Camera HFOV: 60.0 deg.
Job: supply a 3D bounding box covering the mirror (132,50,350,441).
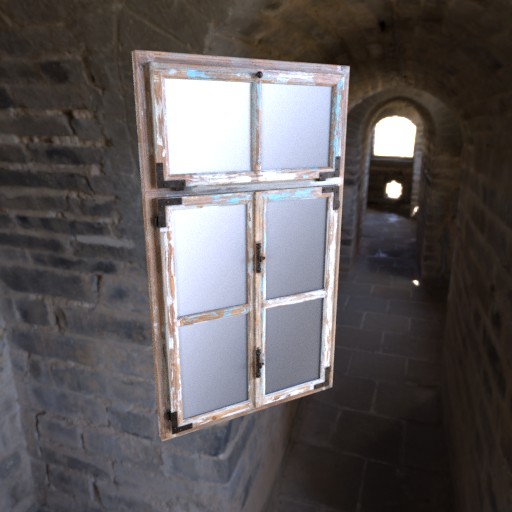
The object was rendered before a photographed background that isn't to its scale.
[{"bbox_3d":[0.000,0.000,1.478,0.707,1.213,0.083,-8,18,-26],"label":"mirror"}]
